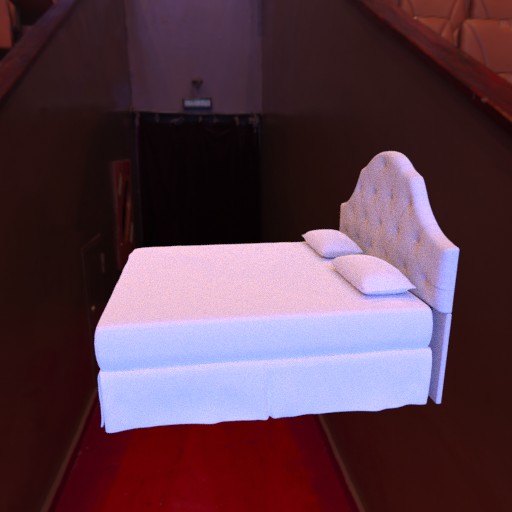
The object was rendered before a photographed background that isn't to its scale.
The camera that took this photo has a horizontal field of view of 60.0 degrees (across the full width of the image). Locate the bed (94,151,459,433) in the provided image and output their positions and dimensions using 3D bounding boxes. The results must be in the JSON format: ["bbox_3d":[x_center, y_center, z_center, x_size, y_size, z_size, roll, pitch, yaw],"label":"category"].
[{"bbox_3d":[0.000,0.000,3.531,2.214,1.615,2.008,-2,15,-8],"label":"bed"}]
